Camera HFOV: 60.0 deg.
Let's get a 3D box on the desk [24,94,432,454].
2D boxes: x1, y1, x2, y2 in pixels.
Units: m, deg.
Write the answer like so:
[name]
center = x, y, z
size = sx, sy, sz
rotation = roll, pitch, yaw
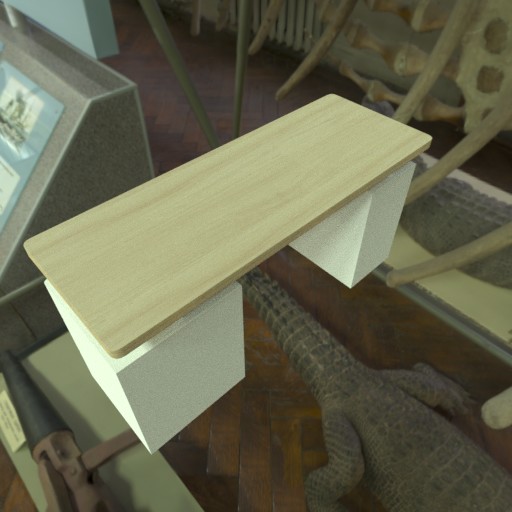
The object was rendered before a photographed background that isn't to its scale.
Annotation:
[desk]
center = 0.000, 0.000, 1.871
size = 1.500, 0.755, 0.550
rotation = -34, 54, -29
